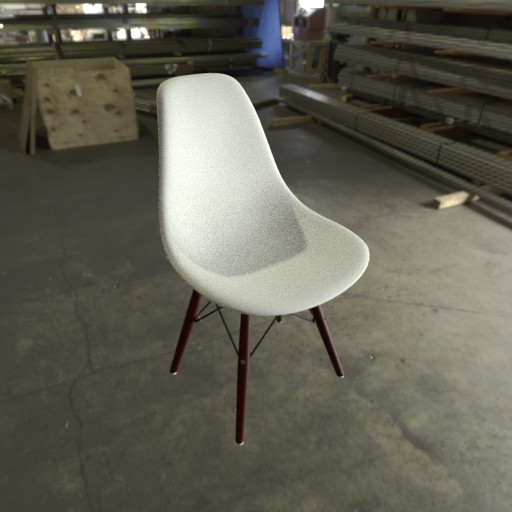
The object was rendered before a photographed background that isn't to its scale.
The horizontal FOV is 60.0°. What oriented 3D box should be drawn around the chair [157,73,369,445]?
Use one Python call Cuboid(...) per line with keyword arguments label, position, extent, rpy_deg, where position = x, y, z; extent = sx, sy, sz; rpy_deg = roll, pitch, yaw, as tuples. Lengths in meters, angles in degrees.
Cuboid(label="chair", position=(0.000, 0.000, 1.160), extent=(0.470, 0.826, 0.533), rpy_deg=(-22, 37, -32))
